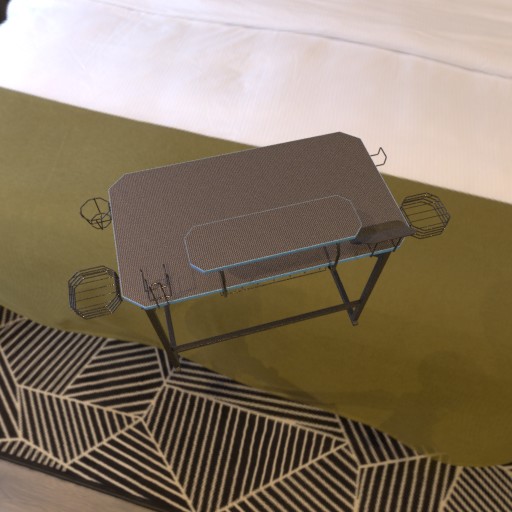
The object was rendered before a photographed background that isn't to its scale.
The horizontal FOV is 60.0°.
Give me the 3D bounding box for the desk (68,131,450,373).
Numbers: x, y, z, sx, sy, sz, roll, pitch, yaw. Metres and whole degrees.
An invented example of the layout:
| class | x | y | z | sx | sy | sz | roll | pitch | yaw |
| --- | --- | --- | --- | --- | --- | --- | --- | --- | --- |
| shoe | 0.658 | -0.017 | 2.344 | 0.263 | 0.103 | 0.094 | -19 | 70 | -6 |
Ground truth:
| class | x | y | z | sx | sy | sz | roll | pitch | yaw |
| --- | --- | --- | --- | --- | --- | --- | --- | --- | --- |
| desk | 0.000 | 0.000 | 1.795 | 1.295 | 0.909 | 0.594 | -13 | 60 | -8 |
